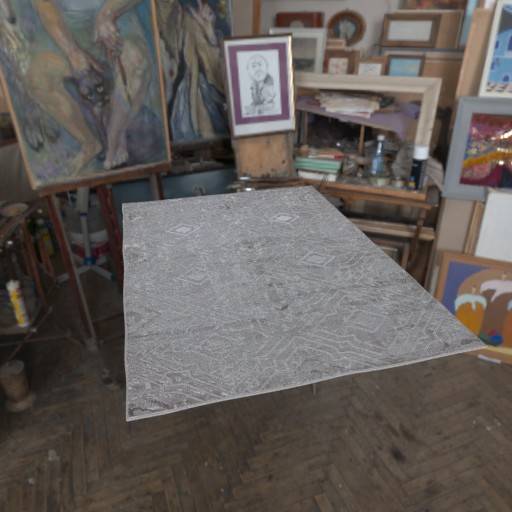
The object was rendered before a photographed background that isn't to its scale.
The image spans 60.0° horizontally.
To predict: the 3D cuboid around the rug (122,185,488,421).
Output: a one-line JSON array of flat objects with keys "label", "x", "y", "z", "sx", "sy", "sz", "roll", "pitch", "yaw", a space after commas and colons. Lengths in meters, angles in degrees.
[{"label": "rug", "x": 0.000, "y": 0.000, "z": 4.218, "sx": 2.448, "sy": 0.020, "sz": 3.359, "roll": -7, "pitch": 30, "yaw": -13}]
